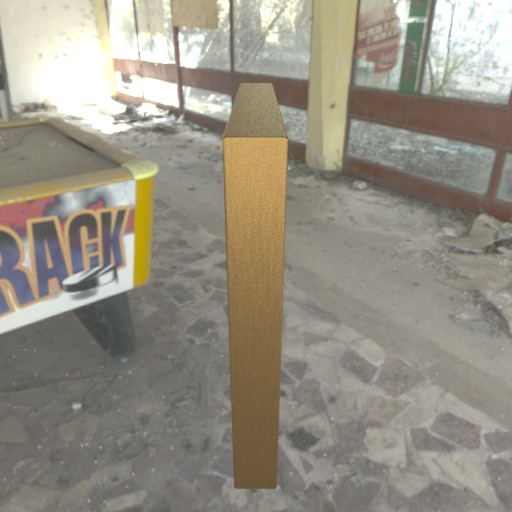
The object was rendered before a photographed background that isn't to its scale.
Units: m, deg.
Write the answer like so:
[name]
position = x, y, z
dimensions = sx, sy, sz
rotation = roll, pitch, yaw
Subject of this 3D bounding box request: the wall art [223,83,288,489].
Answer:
[wall art]
position = 0.000, 0.000, 0.456
dimensions = 0.037, 0.305, 0.305
rotation = 0, 27, 0
